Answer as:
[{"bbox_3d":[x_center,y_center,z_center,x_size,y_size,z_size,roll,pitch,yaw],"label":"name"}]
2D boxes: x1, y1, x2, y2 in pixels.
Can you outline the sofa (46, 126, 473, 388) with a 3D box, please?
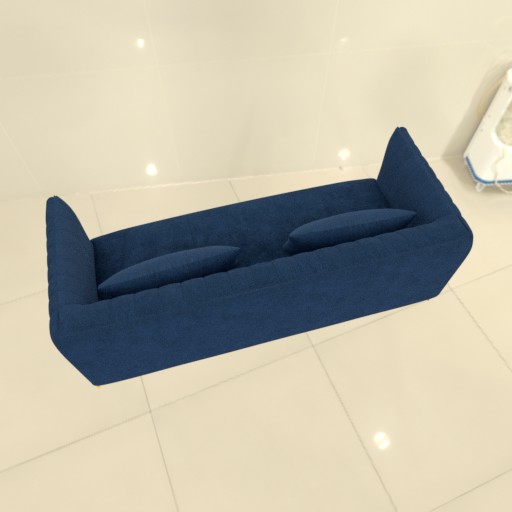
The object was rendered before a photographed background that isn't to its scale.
[{"bbox_3d":[0.000,0.000,2.569,2.136,0.793,0.896,-13,58,-8],"label":"sofa"}]
